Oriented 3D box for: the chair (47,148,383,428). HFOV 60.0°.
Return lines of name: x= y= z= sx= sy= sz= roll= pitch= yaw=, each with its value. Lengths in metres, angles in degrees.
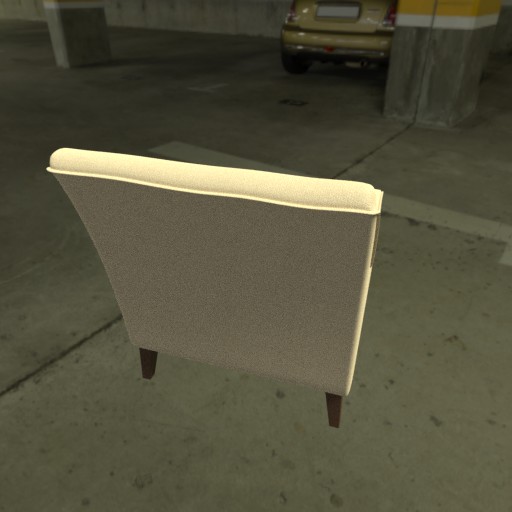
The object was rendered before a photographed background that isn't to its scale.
chair: x=0.000 y=0.000 z=1.522 sx=0.780 sy=0.919 sz=0.899 roll=9 pitch=33 yaw=15
